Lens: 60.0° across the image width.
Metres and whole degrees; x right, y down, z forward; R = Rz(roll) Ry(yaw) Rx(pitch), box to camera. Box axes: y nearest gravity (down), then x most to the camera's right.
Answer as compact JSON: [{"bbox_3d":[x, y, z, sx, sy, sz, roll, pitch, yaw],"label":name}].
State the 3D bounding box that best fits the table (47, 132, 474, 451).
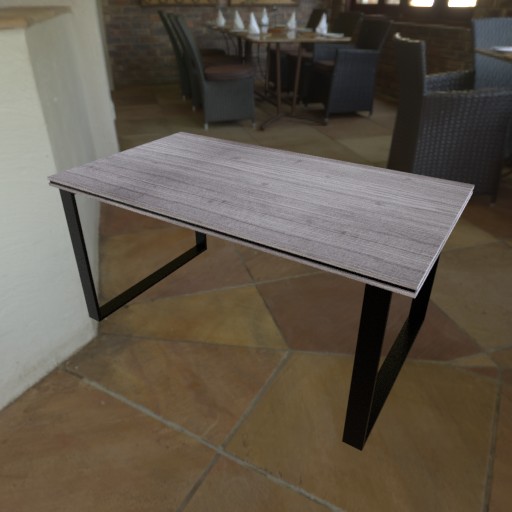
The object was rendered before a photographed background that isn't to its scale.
[{"bbox_3d":[0.000,0.000,2.058,1.579,0.736,0.881,18,35,27],"label":"table"}]
